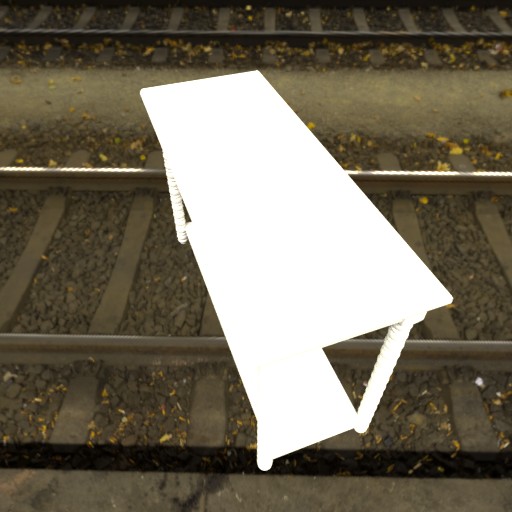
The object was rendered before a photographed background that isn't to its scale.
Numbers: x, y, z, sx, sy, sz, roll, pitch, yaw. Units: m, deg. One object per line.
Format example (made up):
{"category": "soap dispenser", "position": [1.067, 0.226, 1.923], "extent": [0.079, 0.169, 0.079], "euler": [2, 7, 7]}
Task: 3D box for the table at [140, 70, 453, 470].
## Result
{"category": "table", "position": [0.000, 0.000, 1.521], "extent": [0.459, 0.740, 1.184], "euler": [-15, 48, -14]}
